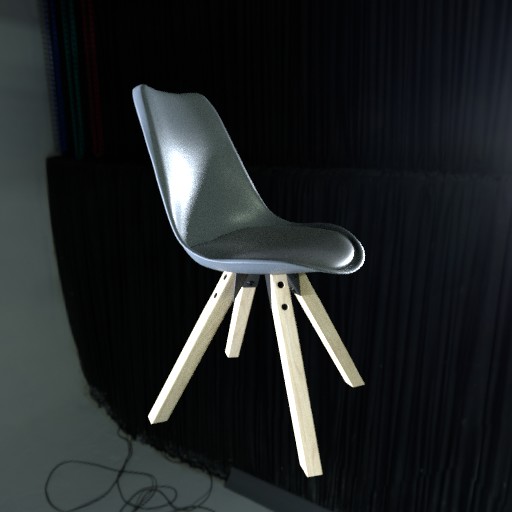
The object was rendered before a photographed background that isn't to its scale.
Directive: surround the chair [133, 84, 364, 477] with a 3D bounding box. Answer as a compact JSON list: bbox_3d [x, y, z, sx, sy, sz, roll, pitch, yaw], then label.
[{"bbox_3d":[0.000,0.000,1.167,0.550,0.850,0.485,7,16,25],"label":"chair"}]
